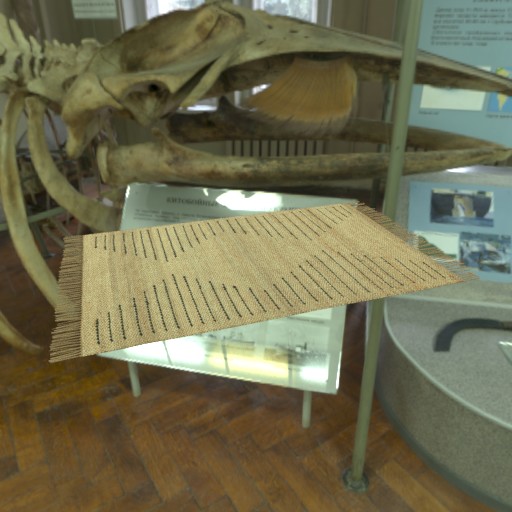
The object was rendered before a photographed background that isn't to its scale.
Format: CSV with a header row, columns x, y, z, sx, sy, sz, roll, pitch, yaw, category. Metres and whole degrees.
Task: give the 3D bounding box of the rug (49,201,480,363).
x,y,z,sx,sy,sz,roll,pitch,yaw,category
0.000,0.000,2.491,2.085,0.027,1.224,-9,28,-17,rug
